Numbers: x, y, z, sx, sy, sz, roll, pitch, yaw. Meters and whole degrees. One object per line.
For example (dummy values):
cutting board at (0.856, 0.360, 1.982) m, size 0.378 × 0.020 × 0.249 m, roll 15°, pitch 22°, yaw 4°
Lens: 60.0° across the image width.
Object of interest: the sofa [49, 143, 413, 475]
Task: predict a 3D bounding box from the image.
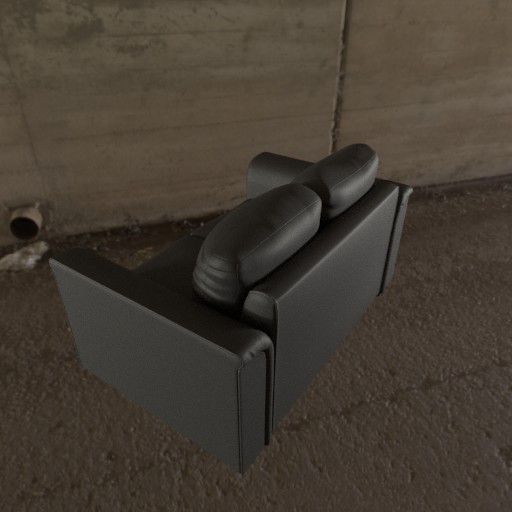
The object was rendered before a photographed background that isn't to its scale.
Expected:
sofa at (0.000, 0.000, 1.971) m, size 0.887 × 0.845 × 1.386 m, roll 21°, pitch 38°, yaw 29°
